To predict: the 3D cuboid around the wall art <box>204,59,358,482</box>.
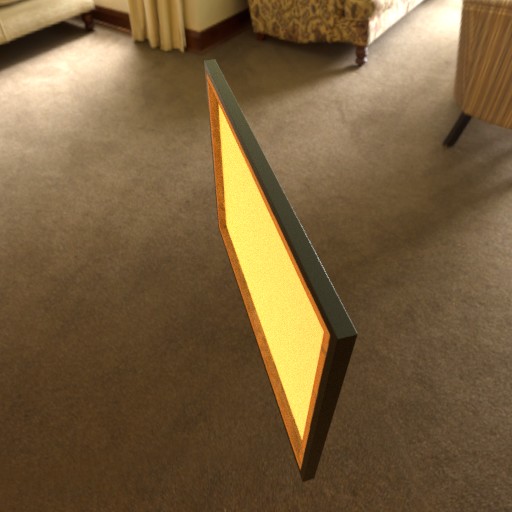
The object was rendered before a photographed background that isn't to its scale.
[{"bbox_3d":[0.000,0.000,0.812,0.022,0.446,0.659,-12,48,-11],"label":"wall art"}]
